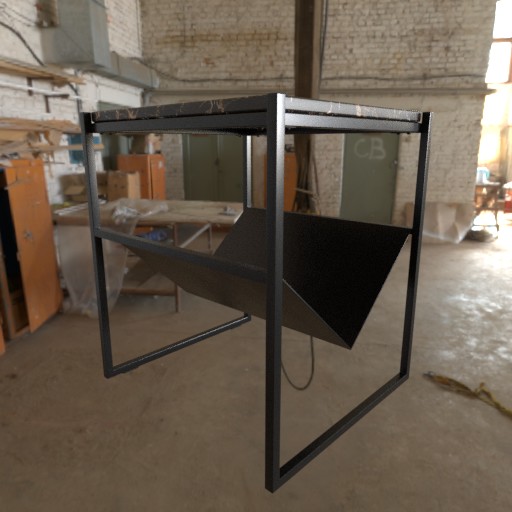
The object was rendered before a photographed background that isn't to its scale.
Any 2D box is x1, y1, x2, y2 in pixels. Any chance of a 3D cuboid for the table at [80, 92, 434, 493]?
[{"bbox_3d":[0.000,0.000,0.861,0.469,0.534,0.432,13,19,42],"label":"table"}]
